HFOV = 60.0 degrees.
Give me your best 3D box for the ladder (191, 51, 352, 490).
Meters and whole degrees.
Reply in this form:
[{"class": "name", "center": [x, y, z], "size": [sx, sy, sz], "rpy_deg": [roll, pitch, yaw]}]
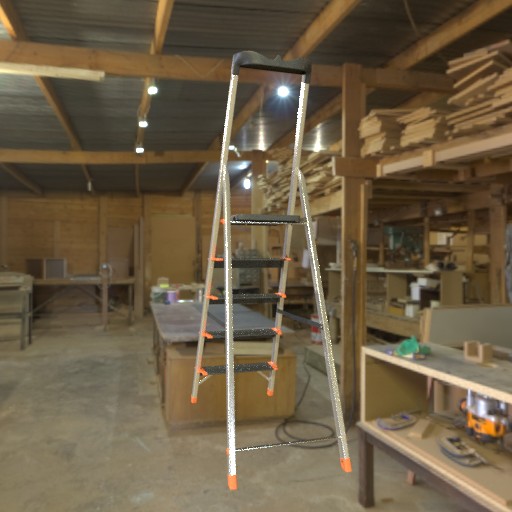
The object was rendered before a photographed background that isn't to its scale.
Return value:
[{"class": "ladder", "center": [0.000, 0.000, 2.101], "size": [0.480, 1.646, 0.995], "rpy_deg": [0, 0, -16]}]
